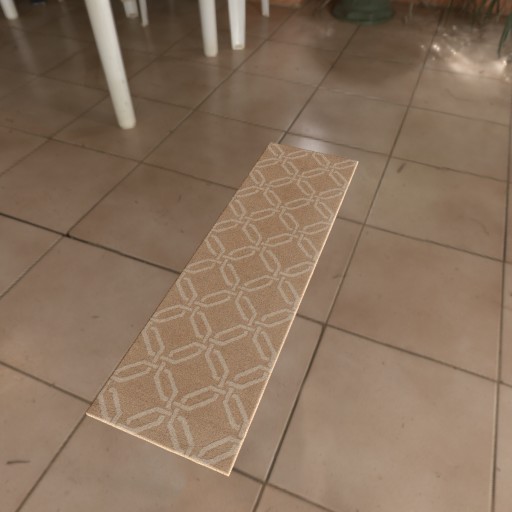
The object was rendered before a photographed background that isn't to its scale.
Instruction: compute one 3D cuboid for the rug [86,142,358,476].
[{"bbox_3d":[0.000,0.000,2.545,0.678,0.014,2.276,16,49,15],"label":"rug"}]
